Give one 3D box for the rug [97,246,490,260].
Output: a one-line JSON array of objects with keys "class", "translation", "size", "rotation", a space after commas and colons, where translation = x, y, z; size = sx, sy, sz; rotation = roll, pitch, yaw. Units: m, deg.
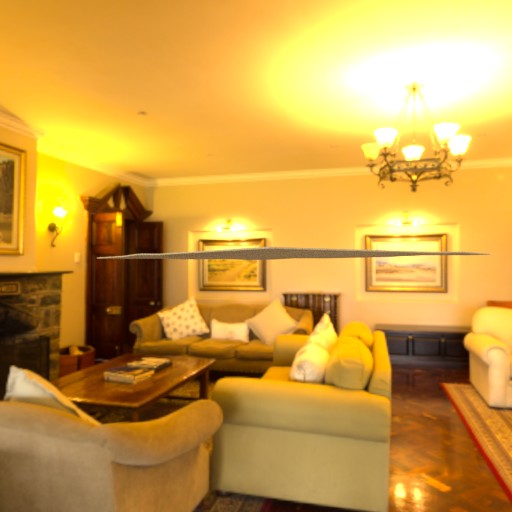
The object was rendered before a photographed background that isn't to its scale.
[{"class": "rug", "translation": [0.000, 0.000, 3.067], "size": [1.524, 0.015, 2.439], "rotation": [1, -2, -34]}]
